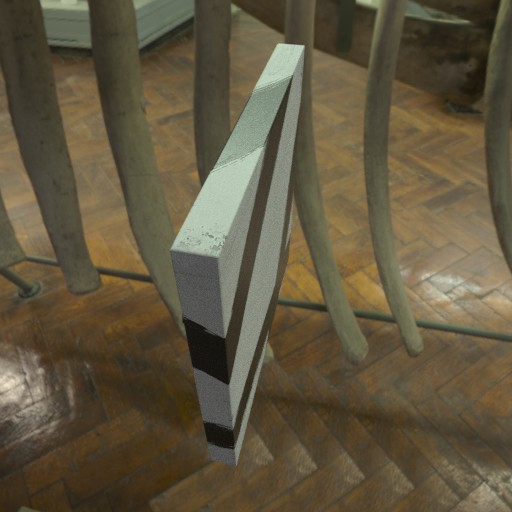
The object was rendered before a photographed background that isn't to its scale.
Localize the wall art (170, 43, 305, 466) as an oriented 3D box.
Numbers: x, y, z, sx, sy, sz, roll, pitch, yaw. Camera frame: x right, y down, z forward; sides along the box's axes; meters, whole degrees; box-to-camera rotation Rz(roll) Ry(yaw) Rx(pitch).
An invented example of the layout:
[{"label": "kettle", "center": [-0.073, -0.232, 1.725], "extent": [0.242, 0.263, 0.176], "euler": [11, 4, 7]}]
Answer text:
[{"label": "wall art", "center": [0.000, 0.000, 0.746], "extent": [0.050, 0.508, 0.507], "euler": [9, 46, 9]}]
